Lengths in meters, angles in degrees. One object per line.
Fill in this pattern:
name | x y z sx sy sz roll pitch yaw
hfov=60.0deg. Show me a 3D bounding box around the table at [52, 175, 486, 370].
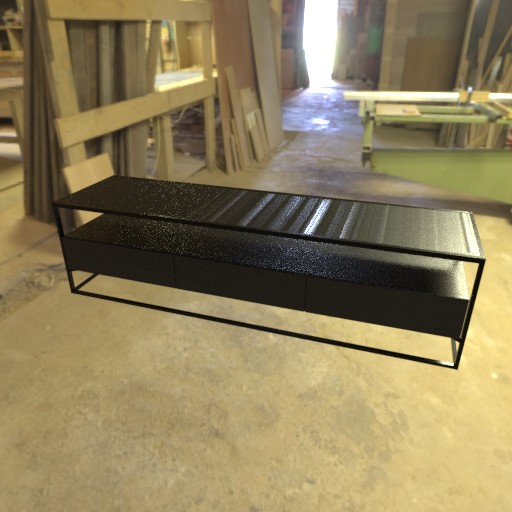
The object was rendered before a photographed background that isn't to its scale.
table | 0.000 0.000 1.702 1.486 0.395 0.399 8 27 17
